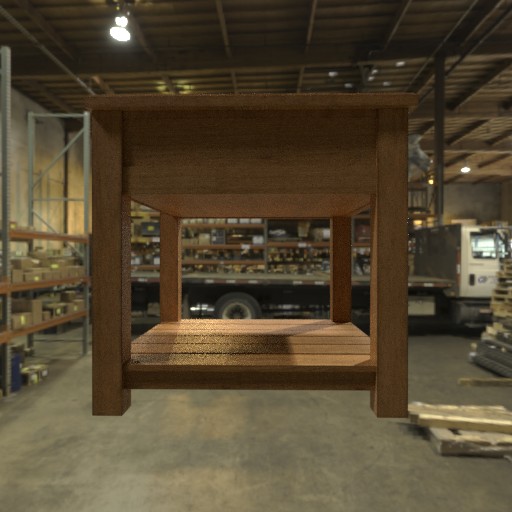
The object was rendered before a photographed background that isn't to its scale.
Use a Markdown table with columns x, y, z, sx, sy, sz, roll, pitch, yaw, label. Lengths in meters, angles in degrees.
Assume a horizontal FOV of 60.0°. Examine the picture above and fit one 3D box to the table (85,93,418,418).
| x | y | z | sx | sy | sz | roll | pitch | yaw | label |
| --- | --- | --- | --- | --- | --- | --- | --- | --- | --- |
| 0.000 | 0.000 | 1.110 | 0.612 | 0.593 | 0.616 | 0 | 0 | 1 | table |
